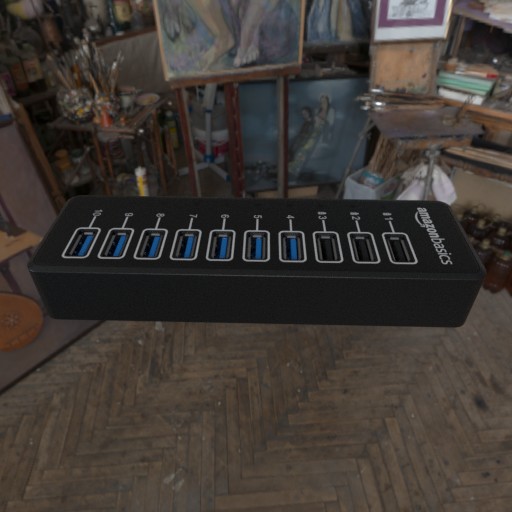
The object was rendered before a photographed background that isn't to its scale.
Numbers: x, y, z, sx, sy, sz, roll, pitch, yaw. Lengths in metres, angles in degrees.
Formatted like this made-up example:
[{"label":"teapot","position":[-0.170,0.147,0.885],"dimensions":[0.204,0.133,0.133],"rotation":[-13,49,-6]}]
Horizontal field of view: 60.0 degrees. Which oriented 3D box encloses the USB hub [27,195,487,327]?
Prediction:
[{"label":"USB hub","position":[0.000,0.000,0.160],"dimensions":[0.145,0.023,0.044],"rotation":[1,40,1]}]
